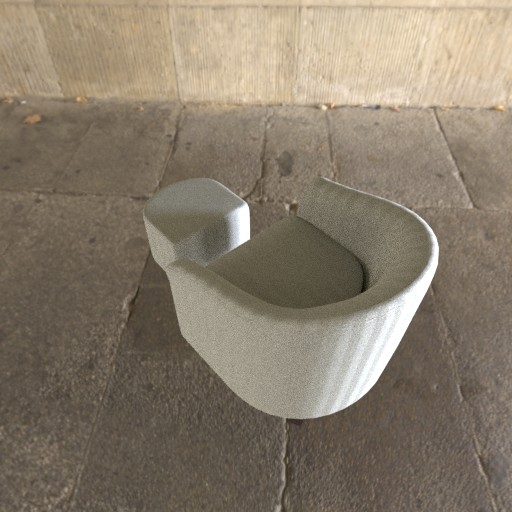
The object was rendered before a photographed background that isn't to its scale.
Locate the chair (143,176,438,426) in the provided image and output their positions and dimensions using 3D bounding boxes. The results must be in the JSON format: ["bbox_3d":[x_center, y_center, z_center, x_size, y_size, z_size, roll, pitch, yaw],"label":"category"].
[{"bbox_3d":[0.000,0.000,1.765,0.756,0.757,1.288,-33,54,-27],"label":"chair"}]
